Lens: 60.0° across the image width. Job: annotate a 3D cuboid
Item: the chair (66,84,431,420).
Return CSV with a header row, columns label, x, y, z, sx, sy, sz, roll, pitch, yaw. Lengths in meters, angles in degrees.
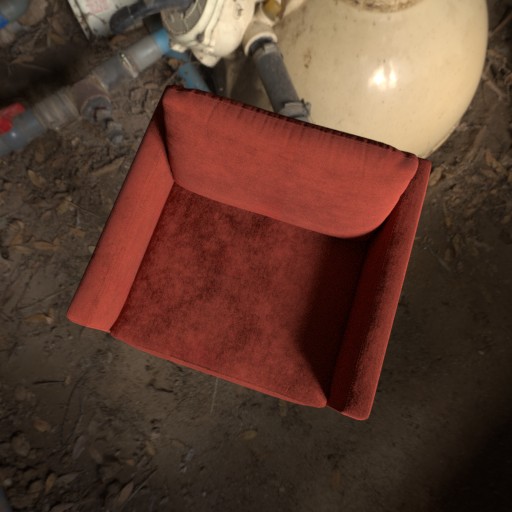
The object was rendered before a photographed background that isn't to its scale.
label,x,y,z,sx,sy,sz,roll,pitch,yaw
chair,0.000,0.000,1.585,0.964,0.812,0.875,18,76,4
